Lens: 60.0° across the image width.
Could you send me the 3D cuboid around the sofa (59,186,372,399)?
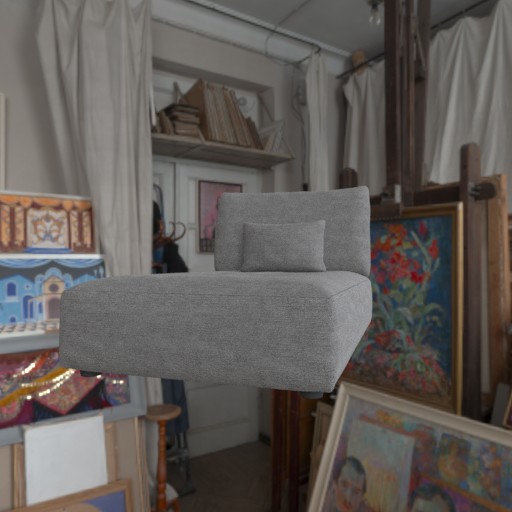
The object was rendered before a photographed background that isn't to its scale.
[{"bbox_3d":[0.000,0.000,1.991,0.930,0.820,1.450,0,-1,18],"label":"sofa"}]
